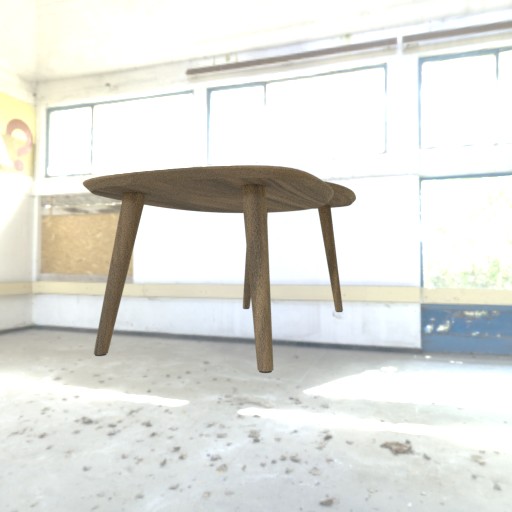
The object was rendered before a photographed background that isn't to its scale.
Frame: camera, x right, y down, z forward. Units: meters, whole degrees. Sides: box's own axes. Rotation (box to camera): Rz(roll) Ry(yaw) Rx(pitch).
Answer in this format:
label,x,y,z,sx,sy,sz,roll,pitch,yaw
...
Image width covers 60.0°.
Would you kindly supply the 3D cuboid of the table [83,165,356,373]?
label,x,y,z,sx,sy,sz,roll,pitch,yaw
table,0.000,0.000,1.326,0.527,0.429,1.084,0,0,19
